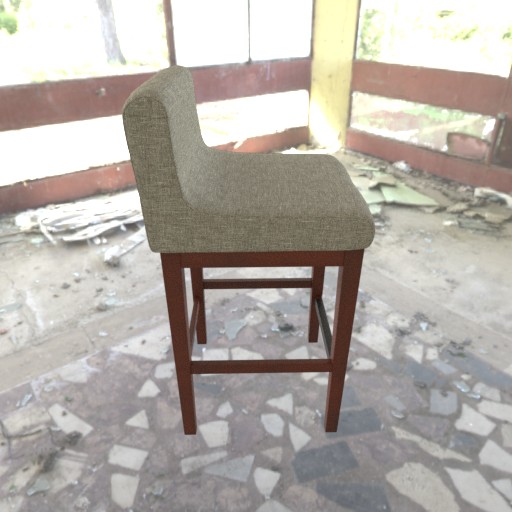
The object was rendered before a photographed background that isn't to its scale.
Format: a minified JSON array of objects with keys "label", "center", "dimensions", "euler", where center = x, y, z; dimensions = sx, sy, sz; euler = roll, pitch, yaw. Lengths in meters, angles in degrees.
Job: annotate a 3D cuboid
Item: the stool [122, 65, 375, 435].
[{"label":"stool","center":[0.000,0.000,1.091],"dimensions":[0.459,0.835,0.417],"euler":[-1,29,-1]}]
